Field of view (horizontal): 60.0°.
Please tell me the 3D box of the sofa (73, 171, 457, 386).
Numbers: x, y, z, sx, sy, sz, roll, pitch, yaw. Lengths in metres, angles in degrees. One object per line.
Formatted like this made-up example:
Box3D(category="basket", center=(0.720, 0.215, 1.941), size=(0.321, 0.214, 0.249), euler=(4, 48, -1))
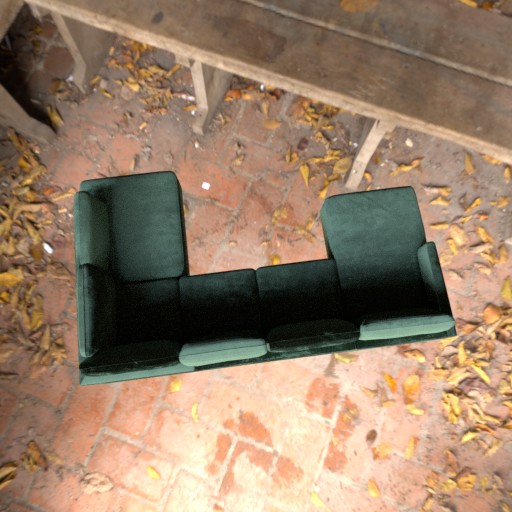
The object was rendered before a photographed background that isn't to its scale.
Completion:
Box3D(category="sofa", center=(0.000, 0.000, 4.400), size=(3.434, 0.992, 2.055), euler=(-7, 76, -2))
